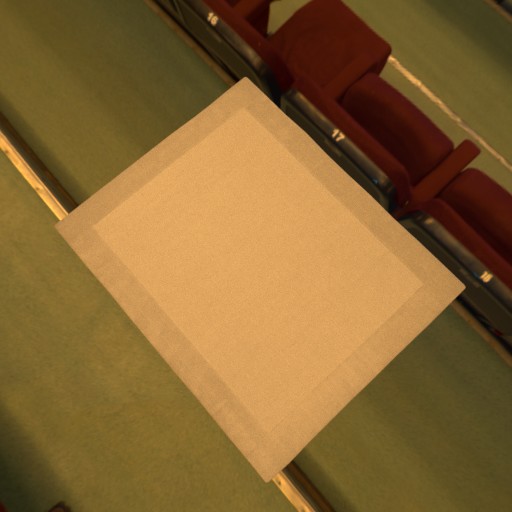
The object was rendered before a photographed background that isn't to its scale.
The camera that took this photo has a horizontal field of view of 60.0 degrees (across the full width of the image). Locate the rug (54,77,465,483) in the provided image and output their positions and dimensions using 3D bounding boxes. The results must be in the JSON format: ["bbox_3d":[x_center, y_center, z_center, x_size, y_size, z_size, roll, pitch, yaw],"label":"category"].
[{"bbox_3d":[0.000,0.000,4.068,2.430,0.018,2.976,-41,79,-10],"label":"rug"}]
